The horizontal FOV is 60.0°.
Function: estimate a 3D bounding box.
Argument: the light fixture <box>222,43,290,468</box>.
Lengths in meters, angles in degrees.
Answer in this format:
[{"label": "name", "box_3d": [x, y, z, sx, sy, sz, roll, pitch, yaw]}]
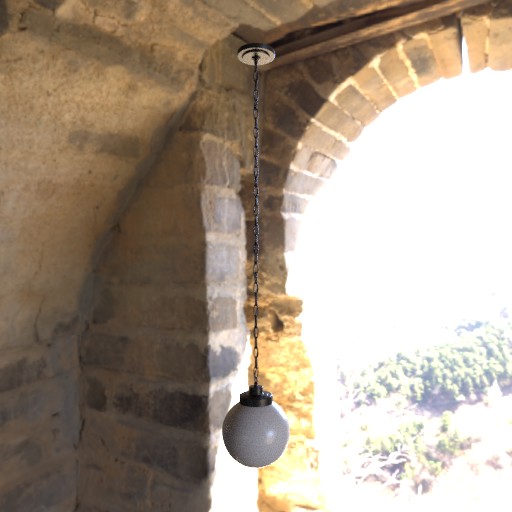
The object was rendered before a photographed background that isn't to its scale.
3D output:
[{"label": "light fixture", "box_3d": [0.000, 0.000, 2.004, 0.304, 1.867, 0.305, 0, -2, -17]}]
